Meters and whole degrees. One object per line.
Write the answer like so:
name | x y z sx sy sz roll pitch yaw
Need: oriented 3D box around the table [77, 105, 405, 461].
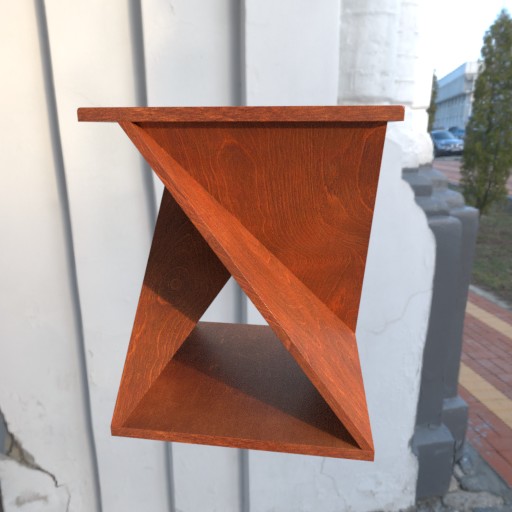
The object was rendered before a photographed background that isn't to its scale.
table | 0.000 0.000 0.842 0.427 0.520 0.427 2 16 8
